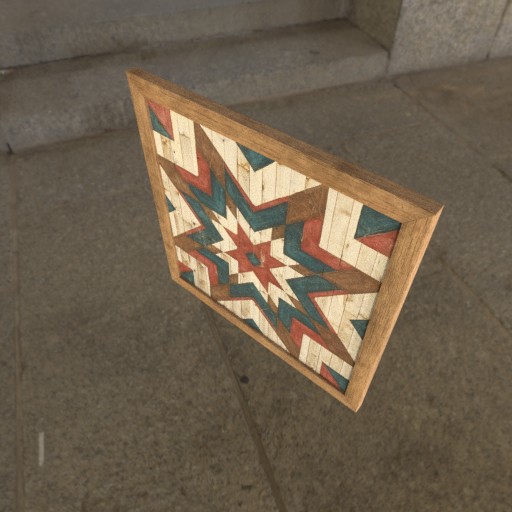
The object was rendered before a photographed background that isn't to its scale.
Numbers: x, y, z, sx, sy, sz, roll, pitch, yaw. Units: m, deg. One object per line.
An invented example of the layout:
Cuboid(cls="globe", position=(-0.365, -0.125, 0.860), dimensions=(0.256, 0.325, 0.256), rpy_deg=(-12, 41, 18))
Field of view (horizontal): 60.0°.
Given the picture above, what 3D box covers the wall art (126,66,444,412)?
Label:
Cuboid(cls="wall art", position=(0.000, 0.000, 1.046), dimensions=(0.695, 0.691, 0.029), rpy_deg=(32, 55, 26))
